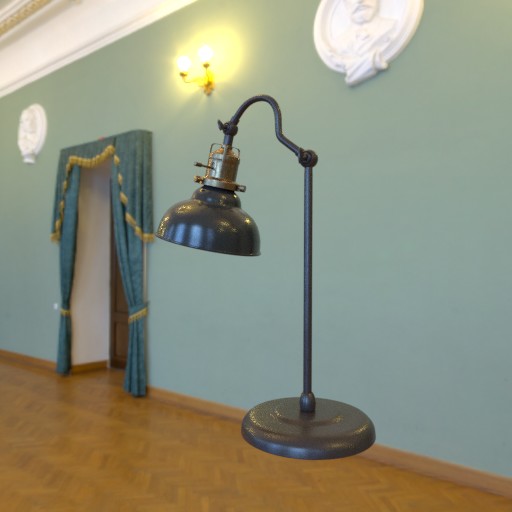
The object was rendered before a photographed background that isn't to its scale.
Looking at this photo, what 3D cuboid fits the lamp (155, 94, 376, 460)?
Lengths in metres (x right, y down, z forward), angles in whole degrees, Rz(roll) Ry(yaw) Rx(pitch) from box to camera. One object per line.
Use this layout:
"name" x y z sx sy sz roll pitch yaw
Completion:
"lamp" 0.000 0.000 0.699 0.374 0.508 0.192 -1 -1 35
